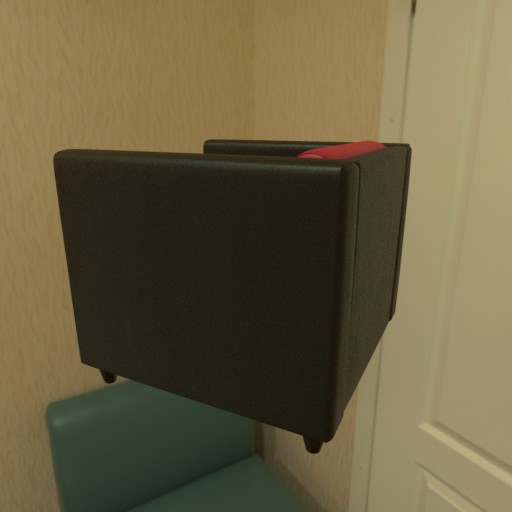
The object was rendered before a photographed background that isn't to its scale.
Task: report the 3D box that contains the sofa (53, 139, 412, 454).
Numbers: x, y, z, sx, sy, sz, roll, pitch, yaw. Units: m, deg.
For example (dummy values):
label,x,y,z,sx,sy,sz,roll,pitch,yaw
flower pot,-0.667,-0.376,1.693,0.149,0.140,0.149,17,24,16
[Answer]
label,x,y,z,sx,sy,sz,roll,pitch,yaw
sofa,0.000,0.000,1.450,0.809,0.724,0.839,8,19,26
